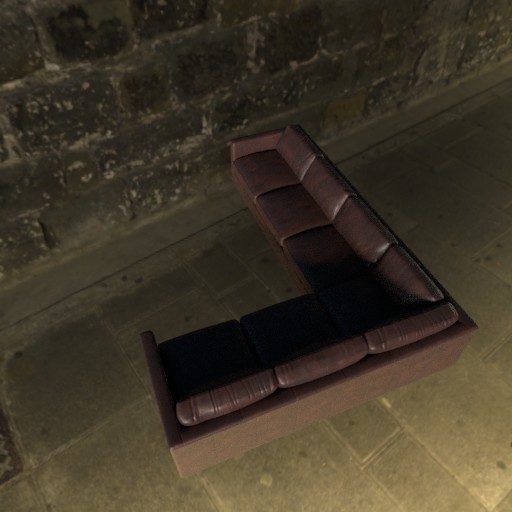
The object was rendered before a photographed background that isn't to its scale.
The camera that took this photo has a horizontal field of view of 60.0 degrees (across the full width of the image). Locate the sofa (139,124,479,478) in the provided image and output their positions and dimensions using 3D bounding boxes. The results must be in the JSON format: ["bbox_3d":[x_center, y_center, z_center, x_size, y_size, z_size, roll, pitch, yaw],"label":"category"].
[{"bbox_3d":[0.000,0.000,4.261,2.438,0.836,3.152,-17,49,-15],"label":"sofa"}]
